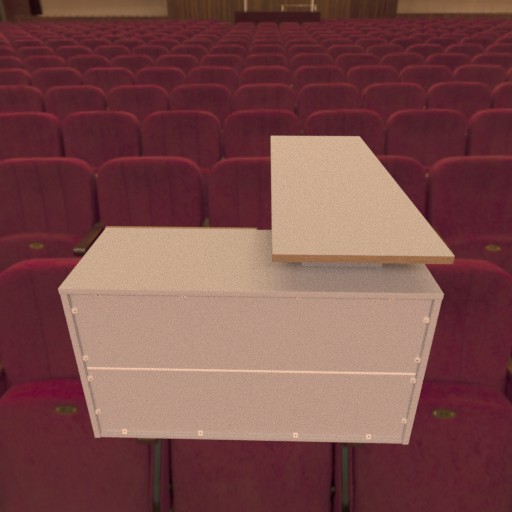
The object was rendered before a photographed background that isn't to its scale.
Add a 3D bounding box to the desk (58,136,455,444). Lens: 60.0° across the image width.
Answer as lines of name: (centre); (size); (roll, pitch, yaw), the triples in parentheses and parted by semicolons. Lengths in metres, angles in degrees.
desk: (0.000, 0.000, 1.991); (1.098, 0.755, 1.404); (1, 28, 1)
